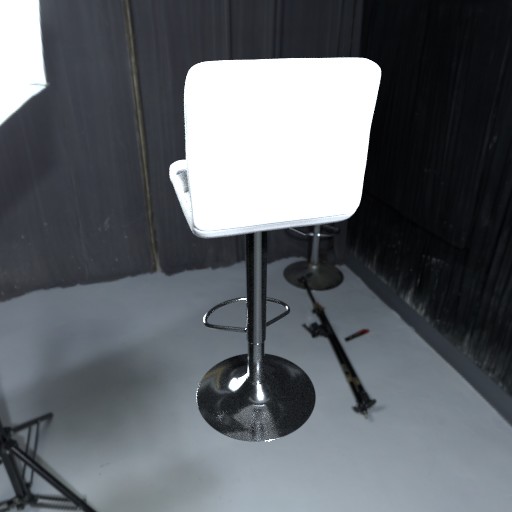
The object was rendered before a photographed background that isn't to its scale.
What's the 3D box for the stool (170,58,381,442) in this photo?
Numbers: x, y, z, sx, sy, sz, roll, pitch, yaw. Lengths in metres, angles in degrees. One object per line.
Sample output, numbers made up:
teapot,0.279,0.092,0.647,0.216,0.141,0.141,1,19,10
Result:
stool,0.000,0.000,1.335,0.430,1.115,0.505,-8,29,-15
